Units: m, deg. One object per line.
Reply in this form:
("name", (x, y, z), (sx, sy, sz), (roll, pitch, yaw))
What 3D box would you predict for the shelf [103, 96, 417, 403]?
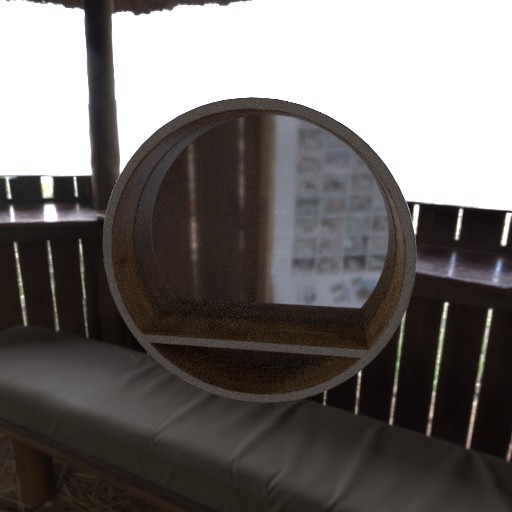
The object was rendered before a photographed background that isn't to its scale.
("shelf", (0.000, 0.000, 1.206), (0.806, 0.807, 0.158), (2, 16, 9))
